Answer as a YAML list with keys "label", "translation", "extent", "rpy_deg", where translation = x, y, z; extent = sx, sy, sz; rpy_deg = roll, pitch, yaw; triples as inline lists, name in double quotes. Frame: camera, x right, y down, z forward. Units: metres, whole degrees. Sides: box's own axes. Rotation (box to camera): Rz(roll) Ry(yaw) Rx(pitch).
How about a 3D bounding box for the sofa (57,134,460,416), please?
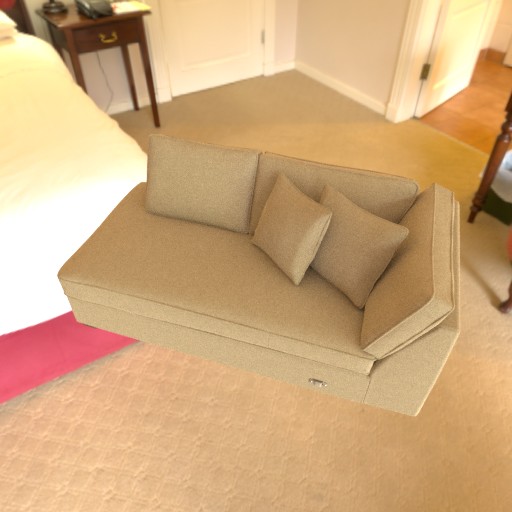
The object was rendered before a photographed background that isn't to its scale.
- label: "sofa"
  translation: [0.000, 0.000, 2.760]
  extent: [2.237, 1.033, 1.110]
  rpy_deg: [13, 44, 13]
